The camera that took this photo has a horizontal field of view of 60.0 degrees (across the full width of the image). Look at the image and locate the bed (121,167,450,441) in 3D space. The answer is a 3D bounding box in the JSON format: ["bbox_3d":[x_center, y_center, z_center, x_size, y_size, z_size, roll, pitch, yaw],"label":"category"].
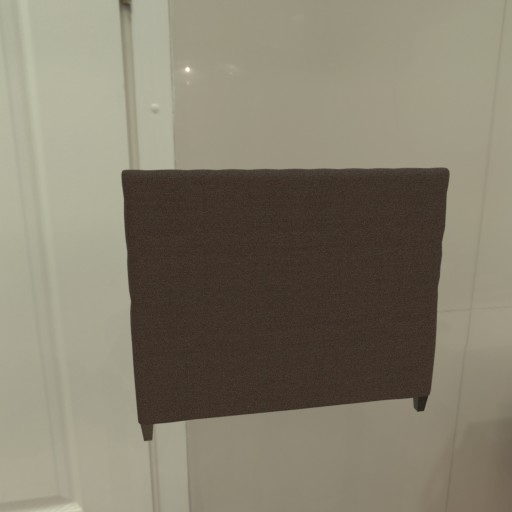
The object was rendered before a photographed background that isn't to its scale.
[{"bbox_3d":[0.000,0.000,3.463,1.698,1.427,2.387,-2,14,-10],"label":"bed"}]
